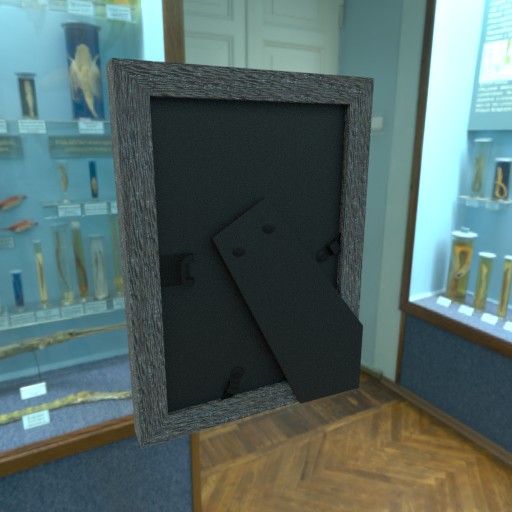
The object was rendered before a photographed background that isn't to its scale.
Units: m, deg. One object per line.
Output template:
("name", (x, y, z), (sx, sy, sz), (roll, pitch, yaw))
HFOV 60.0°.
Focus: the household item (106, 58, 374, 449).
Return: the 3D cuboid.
("household item", (0.000, 0.000, 0.231), (0.133, 0.180, 0.020), (-7, 16, -26))
